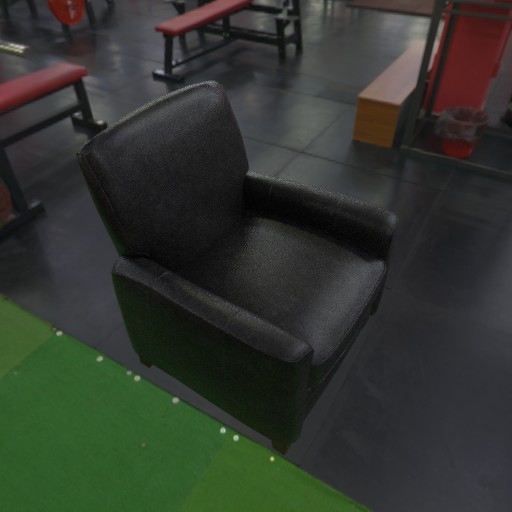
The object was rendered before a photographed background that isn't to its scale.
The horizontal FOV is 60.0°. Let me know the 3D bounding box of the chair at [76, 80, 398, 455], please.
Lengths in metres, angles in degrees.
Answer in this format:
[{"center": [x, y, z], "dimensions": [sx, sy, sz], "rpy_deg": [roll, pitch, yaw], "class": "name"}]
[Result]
[{"center": [0.000, 0.000, 1.650], "dimensions": [0.864, 1.014, 0.848], "rpy_deg": [24, 47, 25], "class": "chair"}]
